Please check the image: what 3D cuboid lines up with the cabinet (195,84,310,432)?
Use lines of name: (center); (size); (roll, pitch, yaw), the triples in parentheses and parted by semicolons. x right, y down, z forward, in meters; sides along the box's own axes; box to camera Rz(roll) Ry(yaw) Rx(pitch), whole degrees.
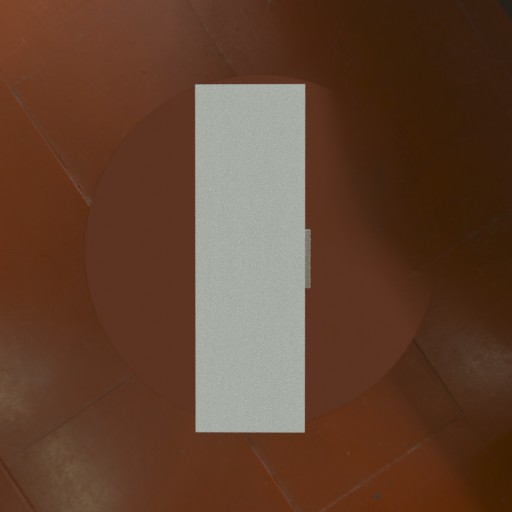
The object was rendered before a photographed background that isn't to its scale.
cabinet: (0.000, 0.000, 1.595); (0.250, 1.280, 0.750); (0, 91, 1)
